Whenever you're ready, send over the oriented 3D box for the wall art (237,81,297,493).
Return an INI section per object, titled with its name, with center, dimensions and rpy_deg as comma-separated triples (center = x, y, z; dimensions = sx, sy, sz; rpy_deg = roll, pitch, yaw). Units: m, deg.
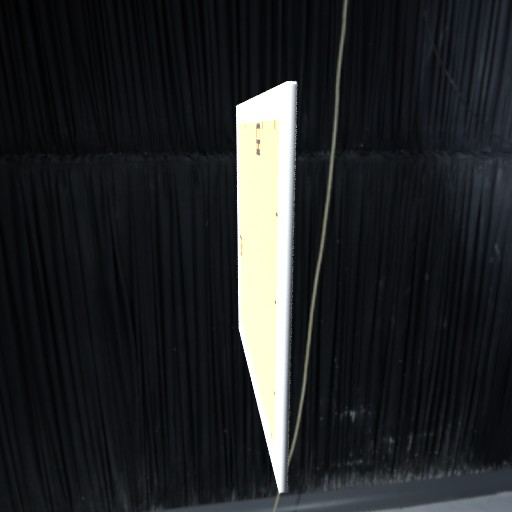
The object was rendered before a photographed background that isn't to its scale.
[wall art]
center = 0.000, 0.000, 0.869
dimensions = 0.013, 0.584, 0.584
rpy_deg = -2, 16, -8
